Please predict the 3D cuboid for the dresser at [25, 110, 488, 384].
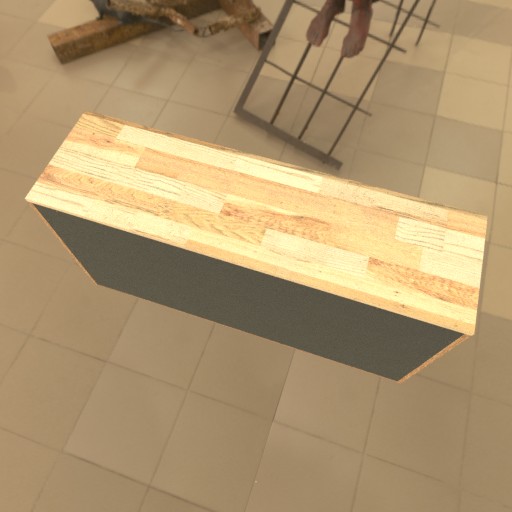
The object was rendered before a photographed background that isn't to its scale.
[{"bbox_3d":[0.000,0.000,1.919,1.547,0.834,0.487,17,64,8],"label":"dresser"}]
